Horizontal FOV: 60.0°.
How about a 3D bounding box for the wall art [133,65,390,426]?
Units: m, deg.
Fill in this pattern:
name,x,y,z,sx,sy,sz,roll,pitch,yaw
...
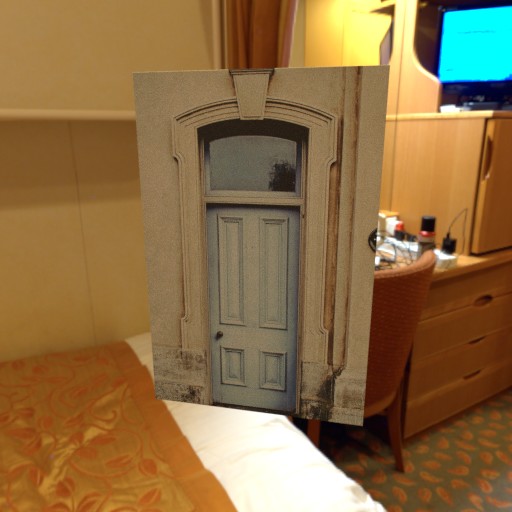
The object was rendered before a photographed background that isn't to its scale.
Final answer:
name,x,y,z,sx,sy,sz,roll,pitch,yaw
wall art,0.000,0.000,0.780,0.403,0.607,0.036,3,16,12
